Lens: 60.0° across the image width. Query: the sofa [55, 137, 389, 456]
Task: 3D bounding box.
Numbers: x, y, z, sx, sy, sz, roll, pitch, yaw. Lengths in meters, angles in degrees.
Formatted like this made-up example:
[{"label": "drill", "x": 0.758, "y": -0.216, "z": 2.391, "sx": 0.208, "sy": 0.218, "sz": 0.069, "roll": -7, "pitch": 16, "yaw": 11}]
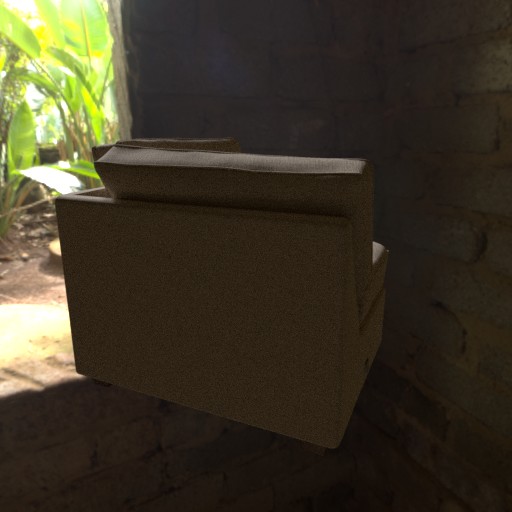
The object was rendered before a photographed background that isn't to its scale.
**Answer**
[{"label": "sofa", "x": 0.000, "y": 0.000, "z": 1.827, "sx": 1.050, "sy": 0.937, "sz": 1.042, "roll": 8, "pitch": 18, "yaw": 25}]
